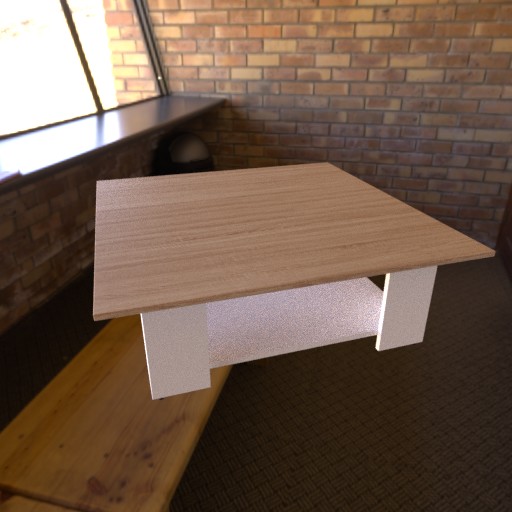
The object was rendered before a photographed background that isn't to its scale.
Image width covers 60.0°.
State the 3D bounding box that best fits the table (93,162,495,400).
[{"bbox_3d":[0.000,0.000,1.360,0.890,0.305,0.890,-8,27,-16],"label":"table"}]
